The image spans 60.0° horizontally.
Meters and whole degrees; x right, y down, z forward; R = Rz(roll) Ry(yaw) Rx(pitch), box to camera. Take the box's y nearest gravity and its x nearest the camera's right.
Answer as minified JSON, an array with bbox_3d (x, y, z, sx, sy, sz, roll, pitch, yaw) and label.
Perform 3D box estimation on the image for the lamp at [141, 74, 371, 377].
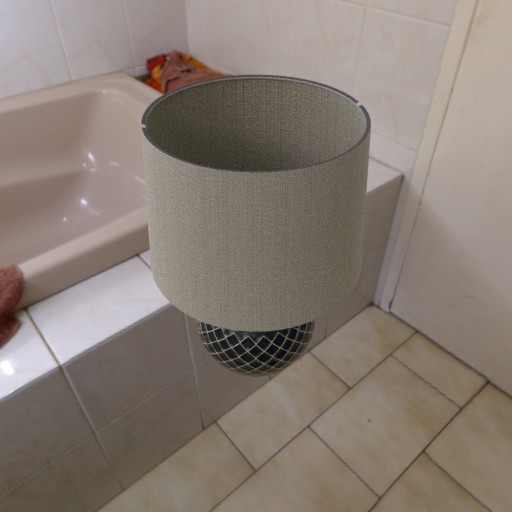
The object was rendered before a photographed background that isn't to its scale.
[{"bbox_3d":[0.000,0.000,0.813,0.376,0.540,0.376,0,41,0],"label":"lamp"}]
